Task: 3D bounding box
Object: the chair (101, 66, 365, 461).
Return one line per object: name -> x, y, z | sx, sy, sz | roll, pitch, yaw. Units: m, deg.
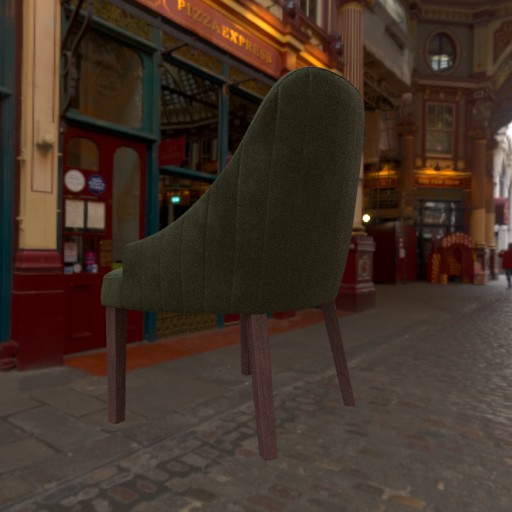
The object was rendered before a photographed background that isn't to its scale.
chair -> 0.000, 0.000, 1.266 | 0.575, 0.889, 0.643 | 0, 1, 37
